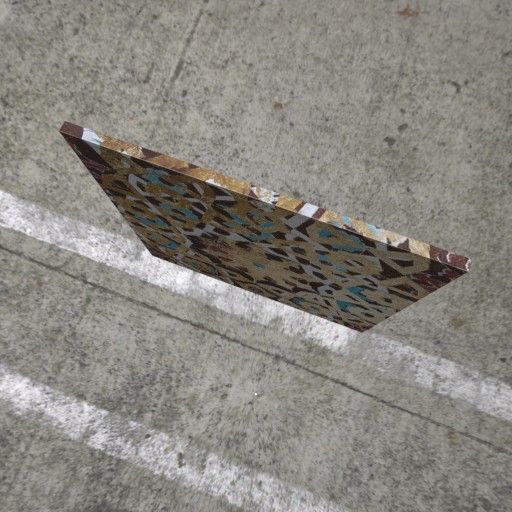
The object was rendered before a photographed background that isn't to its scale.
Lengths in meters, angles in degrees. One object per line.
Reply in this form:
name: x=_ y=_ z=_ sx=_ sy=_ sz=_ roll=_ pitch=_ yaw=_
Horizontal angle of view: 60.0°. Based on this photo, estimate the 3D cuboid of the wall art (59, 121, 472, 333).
wall art: x=0.000 y=0.000 z=1.135 sx=0.757 sy=0.762 sz=0.028 roll=20 pitch=74 yaw=6
